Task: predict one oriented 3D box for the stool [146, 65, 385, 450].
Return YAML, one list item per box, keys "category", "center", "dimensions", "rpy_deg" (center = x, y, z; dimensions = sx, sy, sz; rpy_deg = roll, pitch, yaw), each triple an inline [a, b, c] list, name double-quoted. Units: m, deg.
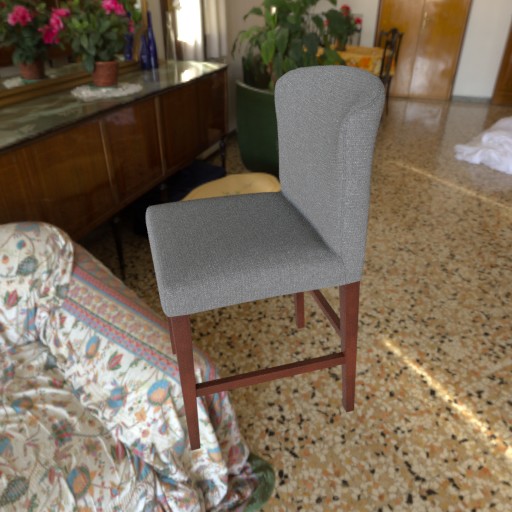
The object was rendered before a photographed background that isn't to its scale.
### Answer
- category: "stool"
  center: [0.000, 0.000, 1.259]
  dimensions: [0.568, 0.968, 0.479]
  rpy_deg: [-9, 32, -14]
